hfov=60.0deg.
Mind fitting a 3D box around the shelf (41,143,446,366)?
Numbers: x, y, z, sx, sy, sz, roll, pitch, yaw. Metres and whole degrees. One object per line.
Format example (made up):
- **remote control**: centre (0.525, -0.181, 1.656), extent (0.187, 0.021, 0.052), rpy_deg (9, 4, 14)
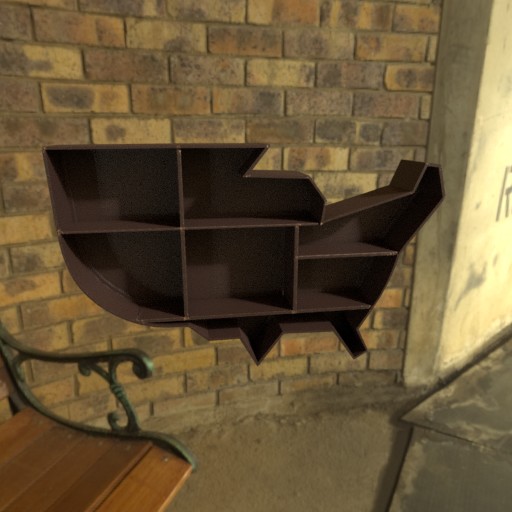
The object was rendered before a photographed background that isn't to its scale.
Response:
- **shelf**: centre (0.000, 0.000, 0.893), extent (0.729, 0.439, 0.112), rpy_deg (-3, 16, -9)
